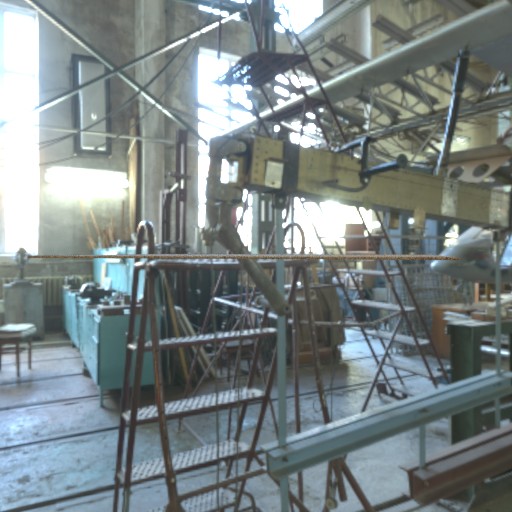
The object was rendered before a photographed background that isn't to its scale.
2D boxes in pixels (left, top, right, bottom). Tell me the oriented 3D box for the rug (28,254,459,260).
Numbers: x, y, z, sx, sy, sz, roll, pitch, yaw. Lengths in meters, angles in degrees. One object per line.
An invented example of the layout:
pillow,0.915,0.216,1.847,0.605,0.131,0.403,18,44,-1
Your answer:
rug,0.000,0.000,2.955,2.283,0.013,1.547,0,1,17
